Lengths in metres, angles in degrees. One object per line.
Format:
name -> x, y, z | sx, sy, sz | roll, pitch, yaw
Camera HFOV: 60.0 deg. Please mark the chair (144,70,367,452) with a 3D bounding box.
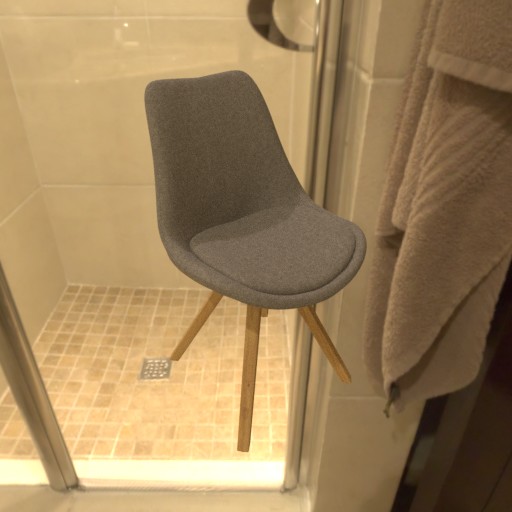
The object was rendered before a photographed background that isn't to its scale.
chair -> 0.000, 0.000, 1.216 | 0.483, 0.865, 0.550 | -22, 38, -31
